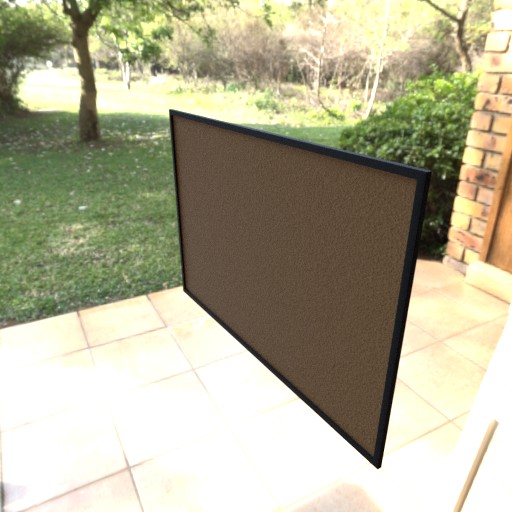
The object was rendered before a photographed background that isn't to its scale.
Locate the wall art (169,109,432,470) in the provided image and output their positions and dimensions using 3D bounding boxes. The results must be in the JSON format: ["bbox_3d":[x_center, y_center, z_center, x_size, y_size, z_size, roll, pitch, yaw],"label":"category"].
[{"bbox_3d":[0.000,0.000,1.197,0.013,0.665,0.963,-16,30,-31],"label":"wall art"}]
